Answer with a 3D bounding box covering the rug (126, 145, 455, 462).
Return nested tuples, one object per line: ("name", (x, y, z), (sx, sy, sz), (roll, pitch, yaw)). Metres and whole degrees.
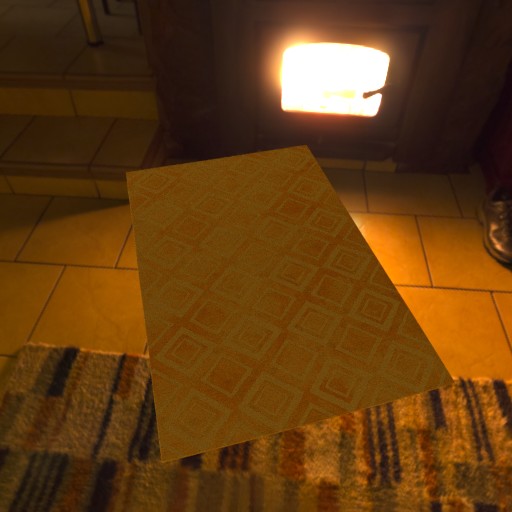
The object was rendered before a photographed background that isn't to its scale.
("rug", (0.000, 0.000, 2.324), (1.213, 0.010, 1.829), (-11, 48, -10))
